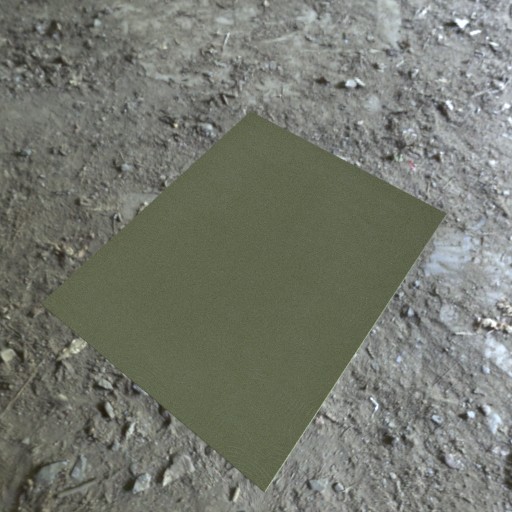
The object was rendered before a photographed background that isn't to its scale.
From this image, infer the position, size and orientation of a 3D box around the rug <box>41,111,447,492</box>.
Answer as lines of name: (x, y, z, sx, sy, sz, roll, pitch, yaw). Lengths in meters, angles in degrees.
rug: (0.000, 0.000, 3.508, 2.073, 0.011, 2.584, 33, 65, 18)
